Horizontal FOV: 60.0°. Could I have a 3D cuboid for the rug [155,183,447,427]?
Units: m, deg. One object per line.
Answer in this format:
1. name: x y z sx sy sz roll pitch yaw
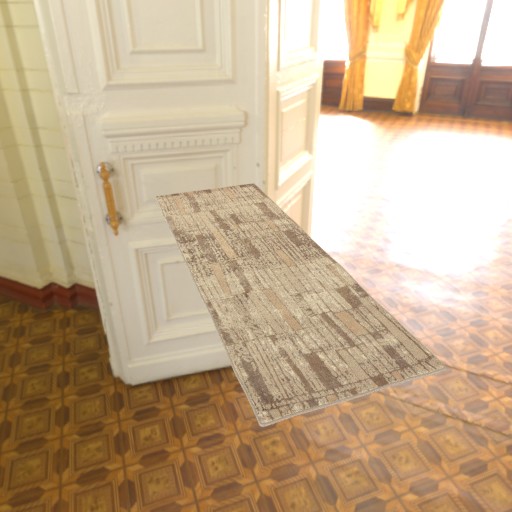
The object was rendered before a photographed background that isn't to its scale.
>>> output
1. rug: 0.000 0.000 2.718 0.857 0.018 2.383 -10 31 -18
